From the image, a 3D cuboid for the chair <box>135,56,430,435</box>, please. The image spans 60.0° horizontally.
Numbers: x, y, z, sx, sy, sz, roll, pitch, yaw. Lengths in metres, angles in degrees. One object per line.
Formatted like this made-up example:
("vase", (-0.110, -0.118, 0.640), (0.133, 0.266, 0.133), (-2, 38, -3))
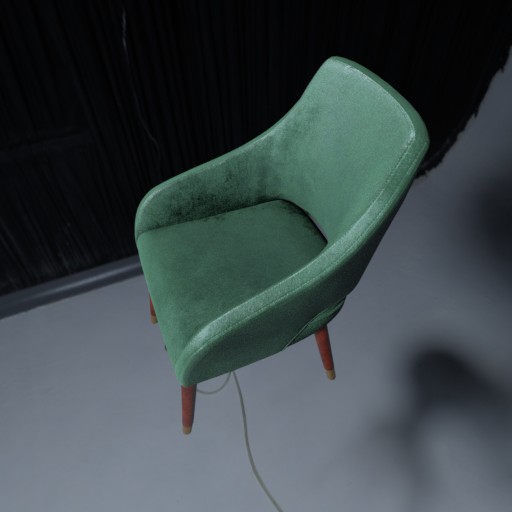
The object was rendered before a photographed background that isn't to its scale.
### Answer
("chair", (0.000, 0.000, 1.506), (0.794, 1.081, 0.683), (-16, 50, -14))
